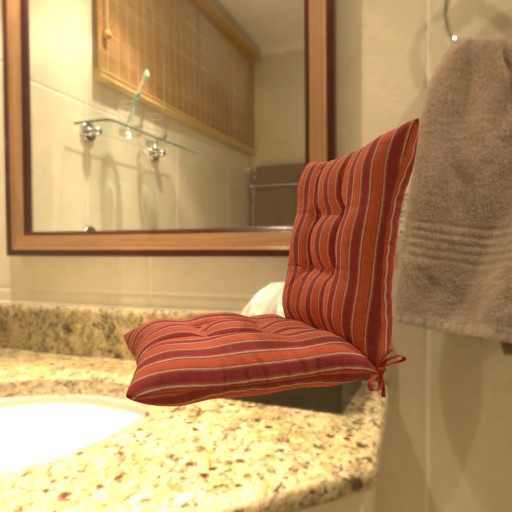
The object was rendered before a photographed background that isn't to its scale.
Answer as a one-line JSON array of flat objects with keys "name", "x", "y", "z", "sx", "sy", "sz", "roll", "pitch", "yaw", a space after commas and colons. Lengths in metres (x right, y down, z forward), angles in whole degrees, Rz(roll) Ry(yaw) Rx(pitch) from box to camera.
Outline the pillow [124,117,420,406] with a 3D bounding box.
[{"name": "pillow", "x": 0.000, "y": 0.000, "z": 1.015, "sx": 0.585, "sy": 0.536, "sz": 0.541, "roll": 0, "pitch": 2, "yaw": -17}]
